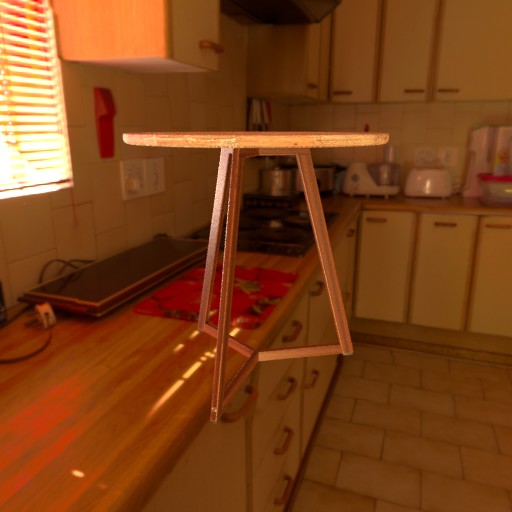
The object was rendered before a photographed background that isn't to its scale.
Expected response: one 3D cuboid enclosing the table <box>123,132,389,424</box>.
[{"bbox_3d":[0.000,0.000,0.935,0.500,0.500,0.500,0,16,0],"label":"table"}]
